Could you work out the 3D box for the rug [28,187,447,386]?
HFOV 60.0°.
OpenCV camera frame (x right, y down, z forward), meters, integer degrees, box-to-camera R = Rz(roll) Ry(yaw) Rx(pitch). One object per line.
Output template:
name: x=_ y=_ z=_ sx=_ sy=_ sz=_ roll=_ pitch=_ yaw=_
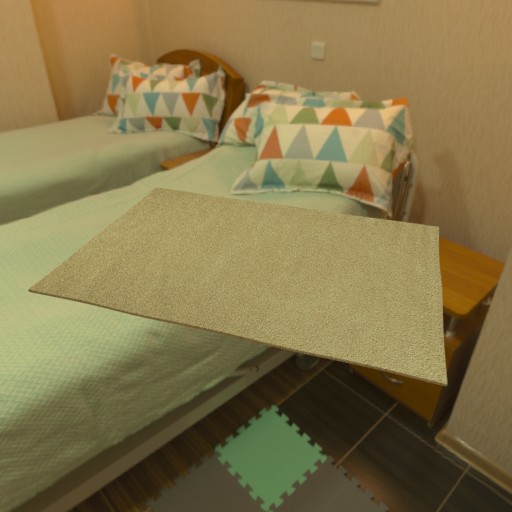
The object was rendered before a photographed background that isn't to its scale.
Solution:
rug: x=0.000 y=0.000 z=3.408 sx=2.699 sy=0.025 sz=1.800 roll=10 pitch=34 yaw=15
